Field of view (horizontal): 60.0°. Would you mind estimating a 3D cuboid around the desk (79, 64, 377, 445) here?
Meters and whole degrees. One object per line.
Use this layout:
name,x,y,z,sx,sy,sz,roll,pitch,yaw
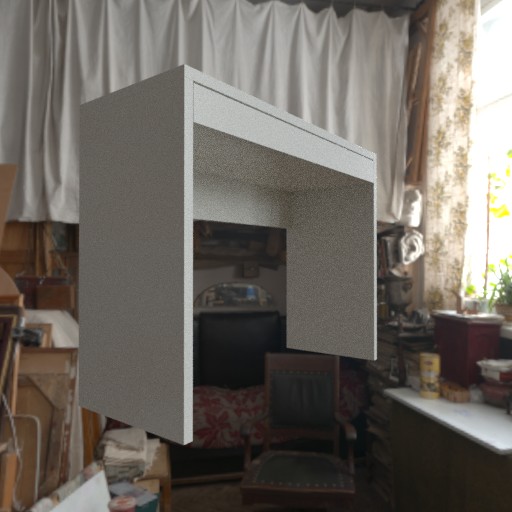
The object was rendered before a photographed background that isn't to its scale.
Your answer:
desk,0.000,0.000,1.436,0.400,0.790,1.000,0,-1,38
